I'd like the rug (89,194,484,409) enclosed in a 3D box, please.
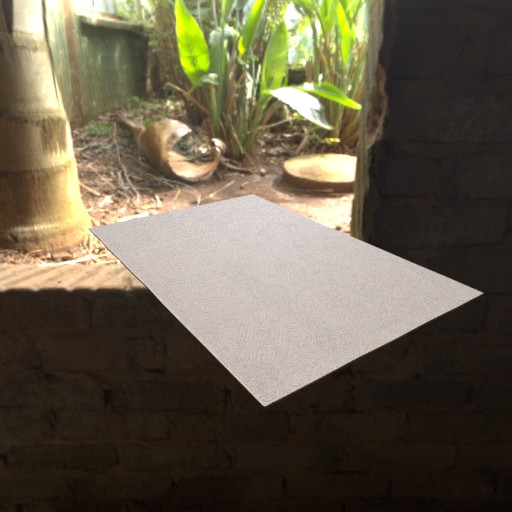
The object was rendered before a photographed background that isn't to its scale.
[{"bbox_3d":[0.000,0.000,2.359,1.236,0.009,1.839,-16,30,-31],"label":"rug"}]
